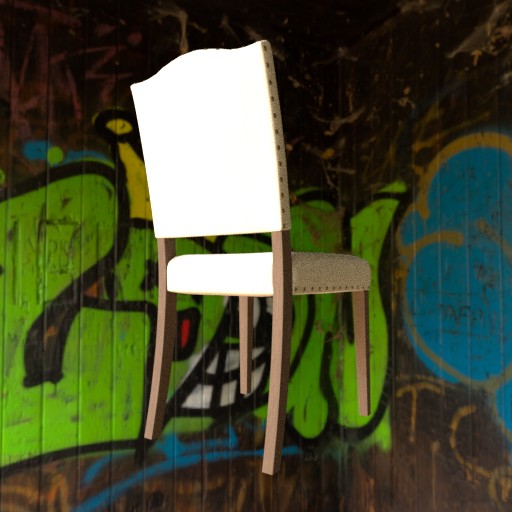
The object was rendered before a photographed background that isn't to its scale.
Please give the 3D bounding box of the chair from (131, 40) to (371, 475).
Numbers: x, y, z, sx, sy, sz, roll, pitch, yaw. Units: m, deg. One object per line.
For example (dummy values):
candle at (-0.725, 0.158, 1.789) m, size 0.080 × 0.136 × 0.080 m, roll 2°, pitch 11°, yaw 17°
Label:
chair at (0.000, 0.000, 1.339) m, size 0.508 × 1.015 × 0.619 m, roll -1°, pitch -3°, yaw 33°
